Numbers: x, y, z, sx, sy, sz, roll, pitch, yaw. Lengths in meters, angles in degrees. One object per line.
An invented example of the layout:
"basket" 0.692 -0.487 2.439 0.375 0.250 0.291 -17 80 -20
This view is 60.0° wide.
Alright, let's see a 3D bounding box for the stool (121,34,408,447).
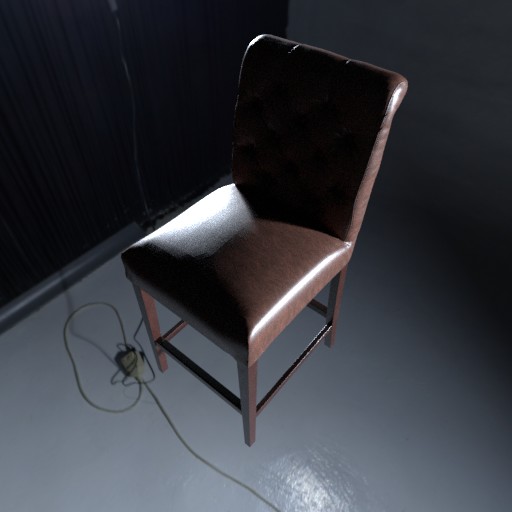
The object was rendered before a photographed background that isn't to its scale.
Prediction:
"stool" 0.000 0.000 1.399 0.486 1.084 0.660 31 53 26
